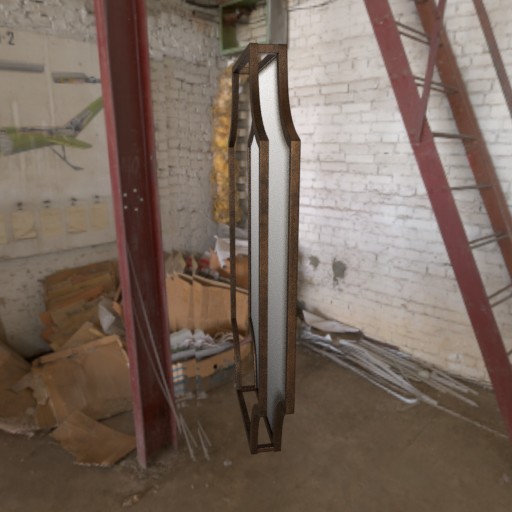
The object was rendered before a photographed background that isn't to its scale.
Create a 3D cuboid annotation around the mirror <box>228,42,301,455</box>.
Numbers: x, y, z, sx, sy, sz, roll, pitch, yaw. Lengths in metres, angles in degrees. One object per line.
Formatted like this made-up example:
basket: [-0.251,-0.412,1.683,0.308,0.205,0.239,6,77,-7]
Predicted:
mirror: [0.000,0.000,0.976,0.066,0.811,0.462,-2,14,-9]
